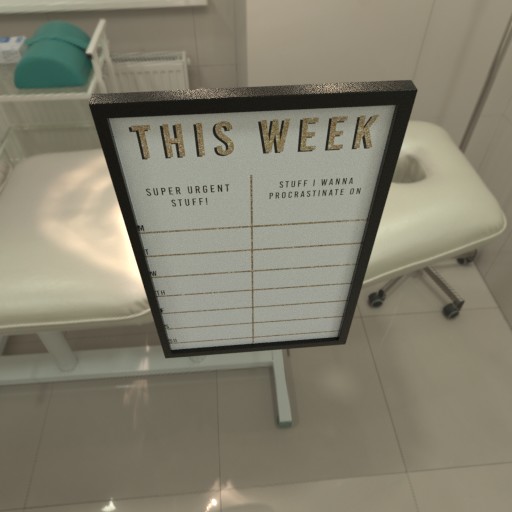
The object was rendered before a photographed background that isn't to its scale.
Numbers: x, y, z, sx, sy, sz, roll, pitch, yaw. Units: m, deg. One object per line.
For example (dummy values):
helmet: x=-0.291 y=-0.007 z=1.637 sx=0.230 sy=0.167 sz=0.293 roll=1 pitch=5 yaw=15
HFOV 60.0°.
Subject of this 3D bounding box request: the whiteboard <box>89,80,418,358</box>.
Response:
whiteboard: x=0.000 y=0.000 z=0.778 sx=0.406 sy=0.611 sz=0.026 roll=-4 pitch=48 yaw=-3
